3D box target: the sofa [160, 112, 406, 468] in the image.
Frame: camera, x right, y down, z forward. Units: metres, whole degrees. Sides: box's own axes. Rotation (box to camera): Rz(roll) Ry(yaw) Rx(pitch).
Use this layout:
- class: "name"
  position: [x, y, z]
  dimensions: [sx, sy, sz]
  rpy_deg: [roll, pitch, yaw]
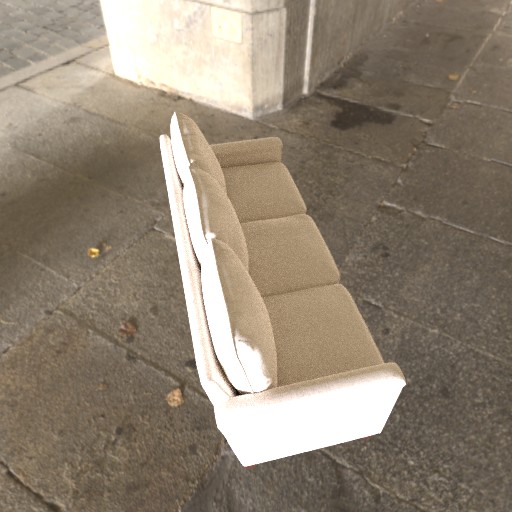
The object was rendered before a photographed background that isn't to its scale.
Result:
- class: "sofa"
  position: [0.000, 0.000, 2.459]
  dimensions: [0.828, 0.961, 1.925]
  rpy_deg: [-10, 47, -9]
